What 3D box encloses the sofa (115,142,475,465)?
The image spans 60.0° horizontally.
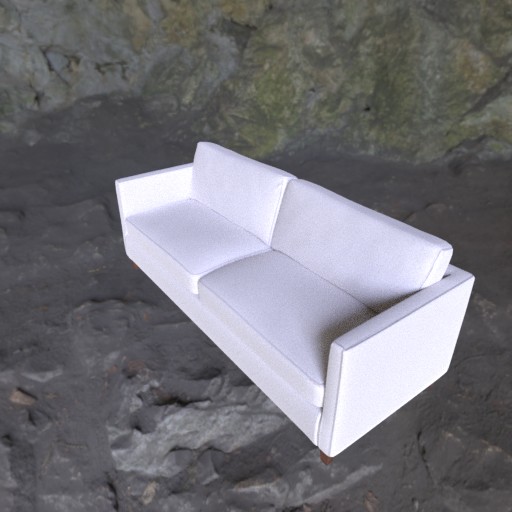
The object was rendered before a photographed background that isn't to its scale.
[{"bbox_3d":[0.000,0.000,2.857,0.951,0.962,2.361,-21,36,-31],"label":"sofa"}]
